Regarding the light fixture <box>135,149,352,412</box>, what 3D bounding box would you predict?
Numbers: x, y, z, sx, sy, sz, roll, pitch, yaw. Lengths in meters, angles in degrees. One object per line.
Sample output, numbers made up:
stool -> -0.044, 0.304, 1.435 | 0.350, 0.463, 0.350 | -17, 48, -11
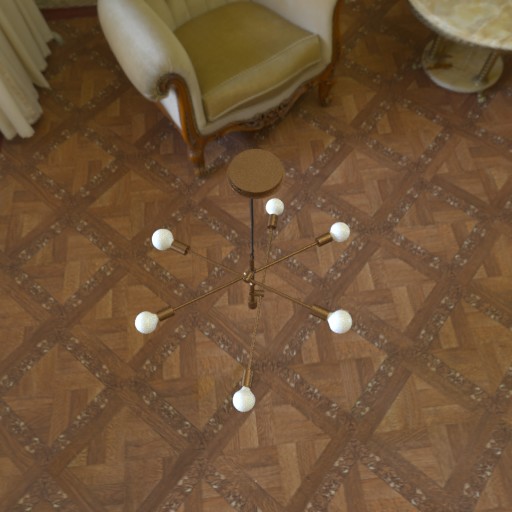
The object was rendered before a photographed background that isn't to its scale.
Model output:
light fixture -> 0.000, 0.000, 1.238 | 0.637, 0.744, 0.682 | 34, 68, 16
